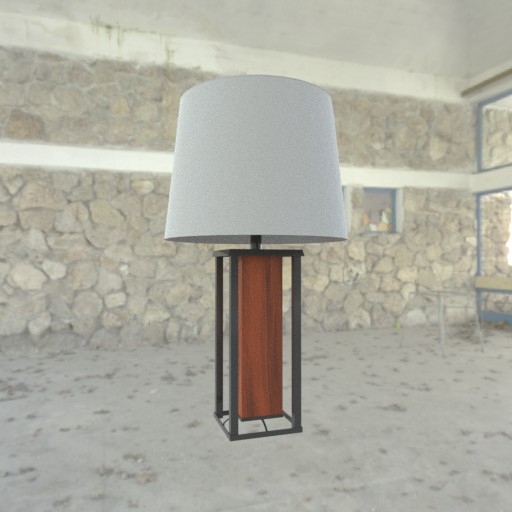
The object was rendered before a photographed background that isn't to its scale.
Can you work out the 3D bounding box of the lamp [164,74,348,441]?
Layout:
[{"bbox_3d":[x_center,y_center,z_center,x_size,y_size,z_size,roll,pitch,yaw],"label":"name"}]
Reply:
[{"bbox_3d":[0.000,0.000,0.784,0.320,0.591,0.320,0,-1,0],"label":"lamp"}]
